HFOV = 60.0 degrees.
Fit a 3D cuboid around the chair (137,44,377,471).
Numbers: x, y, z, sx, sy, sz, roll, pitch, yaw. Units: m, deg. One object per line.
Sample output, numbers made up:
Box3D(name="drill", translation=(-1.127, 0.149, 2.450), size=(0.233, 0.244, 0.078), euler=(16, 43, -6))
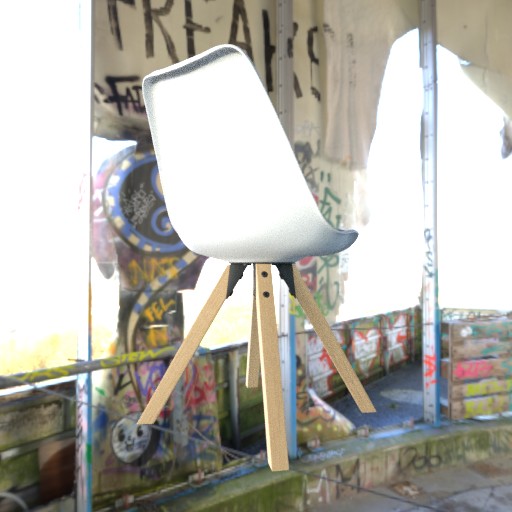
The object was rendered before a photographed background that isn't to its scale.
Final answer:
Box3D(name="chair", translation=(0.000, 0.000, 1.159), size=(0.485, 0.850, 0.550), euler=(-1, -2, 38))
